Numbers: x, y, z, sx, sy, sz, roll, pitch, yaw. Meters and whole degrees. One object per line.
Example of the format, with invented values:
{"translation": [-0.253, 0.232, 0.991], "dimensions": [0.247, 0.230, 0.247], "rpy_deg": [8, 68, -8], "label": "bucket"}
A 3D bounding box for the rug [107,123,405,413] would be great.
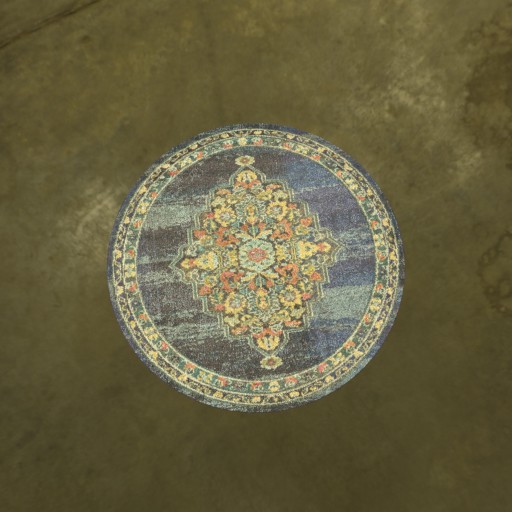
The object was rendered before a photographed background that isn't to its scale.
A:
{"translation": [0.000, 0.000, 2.373], "dimensions": [1.591, 0.010, 1.591], "rpy_deg": [0, 76, 0], "label": "rug"}
